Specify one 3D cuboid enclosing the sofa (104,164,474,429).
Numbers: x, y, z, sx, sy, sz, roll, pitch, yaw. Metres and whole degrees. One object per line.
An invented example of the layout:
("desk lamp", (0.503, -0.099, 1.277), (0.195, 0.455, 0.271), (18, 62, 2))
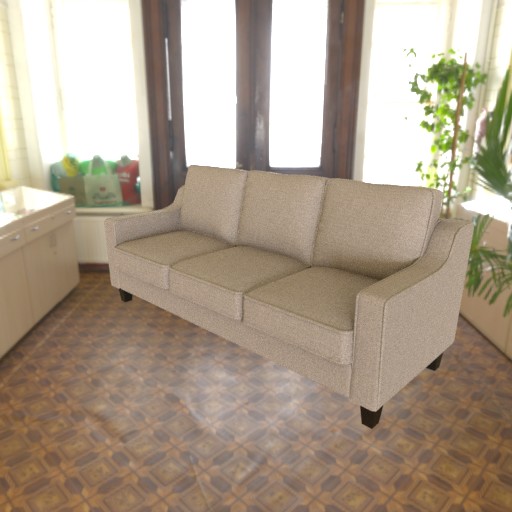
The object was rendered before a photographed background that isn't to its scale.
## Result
("sofa", (0.000, 0.000, 2.655), (2.129, 0.950, 0.899), (15, 23, 42))
